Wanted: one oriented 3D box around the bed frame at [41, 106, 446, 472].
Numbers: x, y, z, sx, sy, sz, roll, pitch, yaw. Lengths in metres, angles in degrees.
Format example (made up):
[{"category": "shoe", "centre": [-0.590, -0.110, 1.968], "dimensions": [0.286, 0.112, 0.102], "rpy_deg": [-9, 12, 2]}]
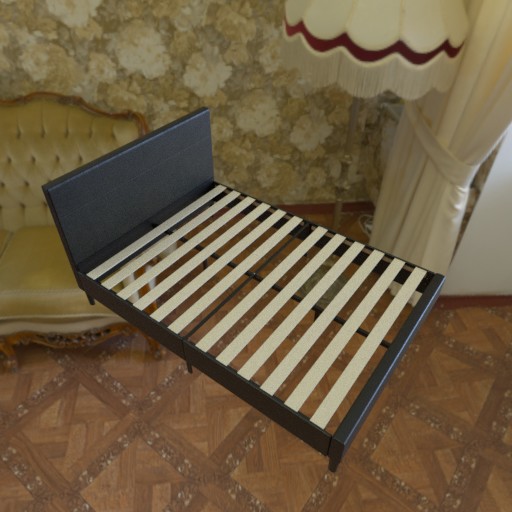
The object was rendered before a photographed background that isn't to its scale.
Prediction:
[{"category": "bed frame", "centre": [0.000, 0.000, 2.972], "dimensions": [2.152, 1.046, 1.469], "rpy_deg": [26, 48, 27]}]
